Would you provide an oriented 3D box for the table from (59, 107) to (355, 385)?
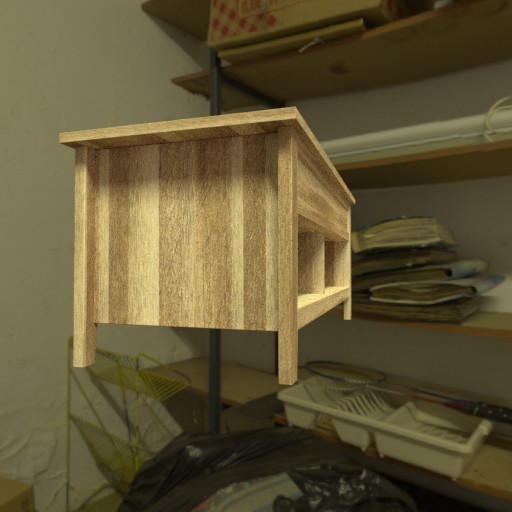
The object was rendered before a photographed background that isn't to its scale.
[{"bbox_3d":[0.000,0.000,1.344,0.493,0.480,1.095,0,-1,18],"label":"table"}]
